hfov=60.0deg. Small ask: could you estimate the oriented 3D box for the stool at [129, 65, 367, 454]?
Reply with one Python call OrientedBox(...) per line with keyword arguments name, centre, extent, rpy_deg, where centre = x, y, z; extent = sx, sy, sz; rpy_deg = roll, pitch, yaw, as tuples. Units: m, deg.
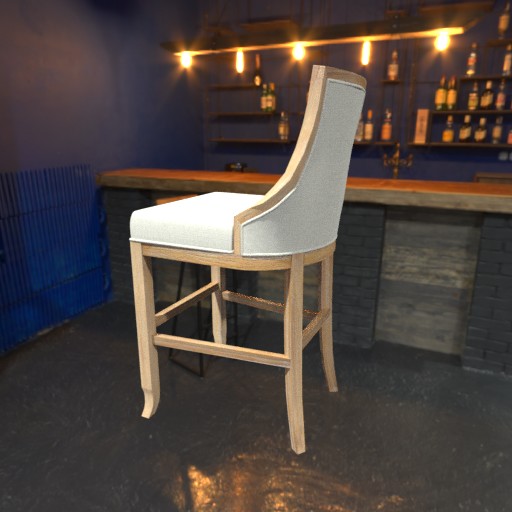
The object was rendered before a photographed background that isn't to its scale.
OrientedBox(name="stool", centre=(0.000, 0.000, 1.478), extent=(0.626, 1.101, 0.524), rpy_deg=(8, 17, 25))
